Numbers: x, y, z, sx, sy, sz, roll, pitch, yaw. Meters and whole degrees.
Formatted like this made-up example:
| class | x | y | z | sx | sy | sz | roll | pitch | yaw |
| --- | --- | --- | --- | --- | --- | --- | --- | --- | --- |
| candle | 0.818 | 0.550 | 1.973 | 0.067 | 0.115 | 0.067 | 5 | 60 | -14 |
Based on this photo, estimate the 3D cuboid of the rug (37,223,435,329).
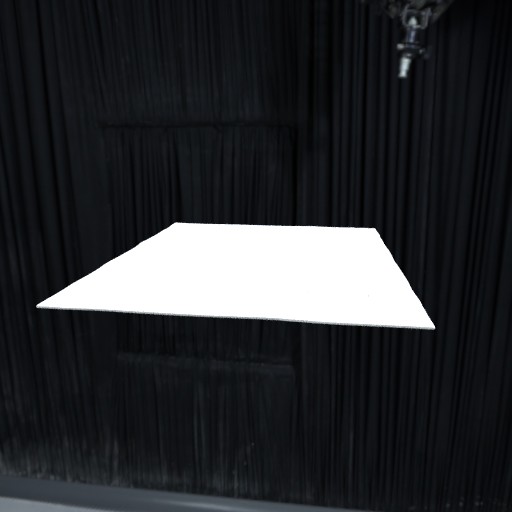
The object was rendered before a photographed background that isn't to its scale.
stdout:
| class | x | y | z | sx | sy | sz | roll | pitch | yaw |
| --- | --- | --- | --- | --- | --- | --- | --- | --- | --- |
| rug | 0.000 | 0.000 | 0.902 | 0.548 | 0.006 | 0.639 | 2 | 15 | 8 |
